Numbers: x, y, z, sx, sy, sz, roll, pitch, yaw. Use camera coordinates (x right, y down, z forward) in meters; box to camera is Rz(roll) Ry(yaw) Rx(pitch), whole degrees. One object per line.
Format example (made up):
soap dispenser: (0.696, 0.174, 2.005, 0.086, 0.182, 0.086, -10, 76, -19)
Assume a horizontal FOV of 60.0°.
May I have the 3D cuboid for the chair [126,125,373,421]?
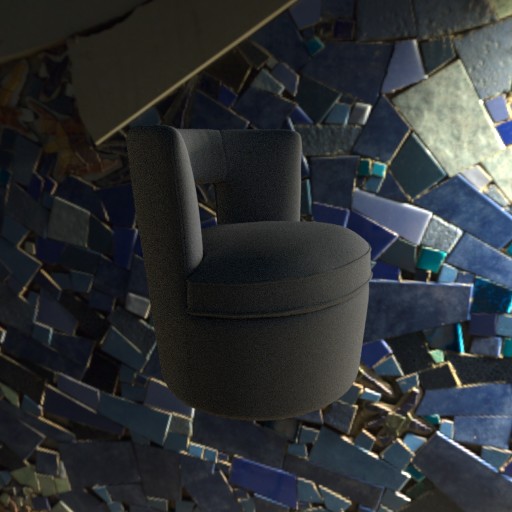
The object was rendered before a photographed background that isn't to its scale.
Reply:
chair: (0.000, 0.000, 1.290, 0.660, 0.719, 0.689, 8, 17, 27)
